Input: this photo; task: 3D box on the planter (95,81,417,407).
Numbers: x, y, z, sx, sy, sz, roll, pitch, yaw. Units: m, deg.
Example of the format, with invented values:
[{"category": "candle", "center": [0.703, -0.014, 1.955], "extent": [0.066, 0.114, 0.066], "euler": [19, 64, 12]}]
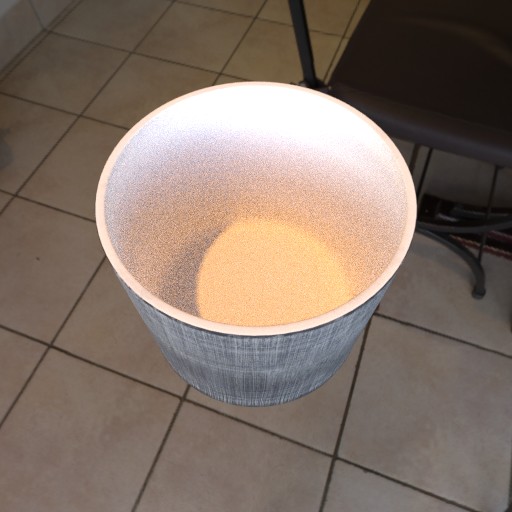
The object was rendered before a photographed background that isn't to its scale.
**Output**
[{"category": "planter", "center": [0.000, 0.000, 0.449], "extent": [0.254, 0.221, 0.254], "euler": [0, 59, 0]}]
